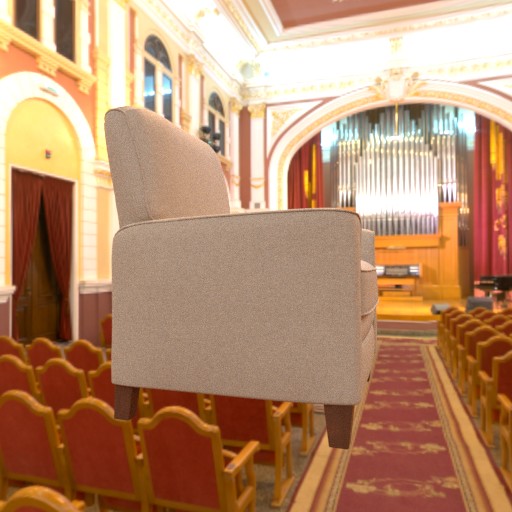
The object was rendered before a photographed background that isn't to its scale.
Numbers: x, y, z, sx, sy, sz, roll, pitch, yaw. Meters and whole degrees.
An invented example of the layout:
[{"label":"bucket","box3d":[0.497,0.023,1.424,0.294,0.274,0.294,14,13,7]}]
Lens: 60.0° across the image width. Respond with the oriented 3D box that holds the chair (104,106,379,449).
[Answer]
[{"label":"chair","box3d":[0.000,0.000,1.631,0.858,1.023,0.841,0,-1,18]}]
